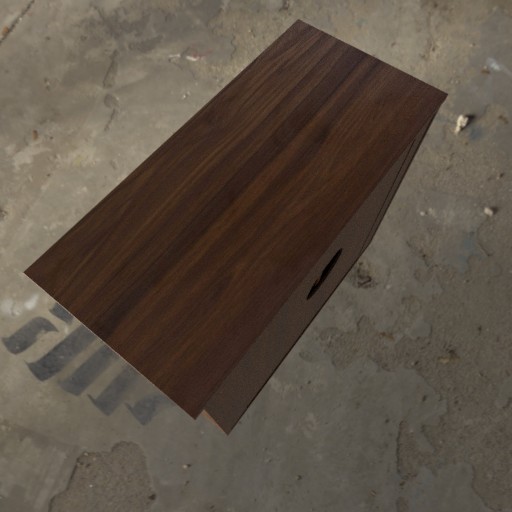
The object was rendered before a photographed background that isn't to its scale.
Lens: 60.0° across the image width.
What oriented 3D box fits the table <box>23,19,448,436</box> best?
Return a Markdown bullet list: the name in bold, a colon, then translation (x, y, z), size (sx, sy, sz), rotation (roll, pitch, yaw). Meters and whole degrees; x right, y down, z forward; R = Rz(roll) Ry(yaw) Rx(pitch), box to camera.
- **table**: translation (0.000, 0.000, 1.159), size (0.390, 0.725, 0.802), rotation (35, 69, 15)
